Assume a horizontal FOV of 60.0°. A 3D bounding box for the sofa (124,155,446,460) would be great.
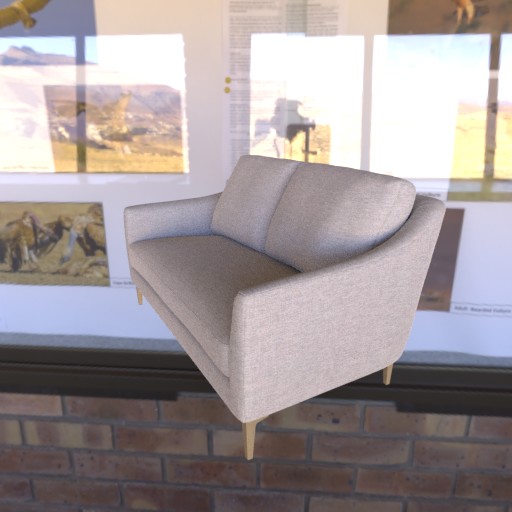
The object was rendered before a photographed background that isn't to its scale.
[{"bbox_3d":[0.000,0.000,2.176,0.960,0.904,1.619,-8,18,-26],"label":"sofa"}]
